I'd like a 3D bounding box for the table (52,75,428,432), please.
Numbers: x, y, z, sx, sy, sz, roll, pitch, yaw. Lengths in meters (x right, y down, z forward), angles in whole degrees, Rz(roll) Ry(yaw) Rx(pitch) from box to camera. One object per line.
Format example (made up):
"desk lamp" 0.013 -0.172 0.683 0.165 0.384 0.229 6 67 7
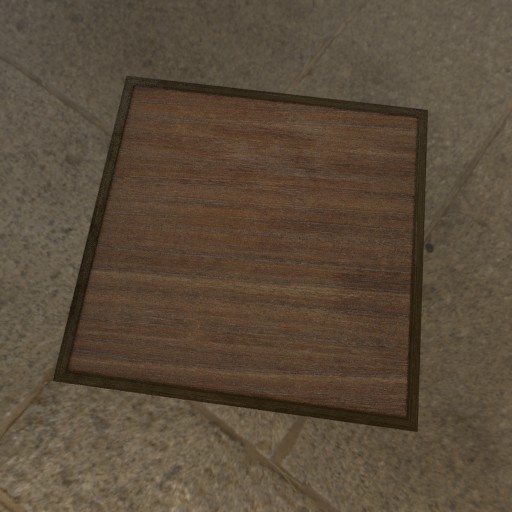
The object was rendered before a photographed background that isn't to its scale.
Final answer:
"table" 0.000 0.000 1.424 0.909 0.451 0.899 7 75 2
